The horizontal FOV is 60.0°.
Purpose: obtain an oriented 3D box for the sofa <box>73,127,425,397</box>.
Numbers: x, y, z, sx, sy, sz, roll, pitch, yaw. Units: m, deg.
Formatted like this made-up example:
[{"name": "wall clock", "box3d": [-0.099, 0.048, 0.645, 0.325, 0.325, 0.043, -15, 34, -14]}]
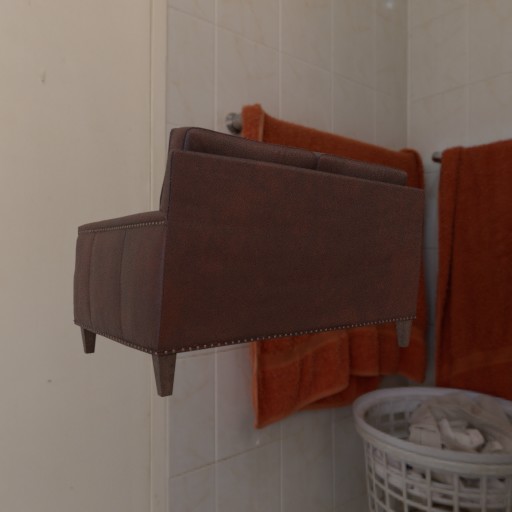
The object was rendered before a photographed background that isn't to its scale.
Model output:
[{"name": "sofa", "box3d": [0.000, 0.000, 2.354, 1.628, 1.003, 1.083, 0, 0, -37]}]
